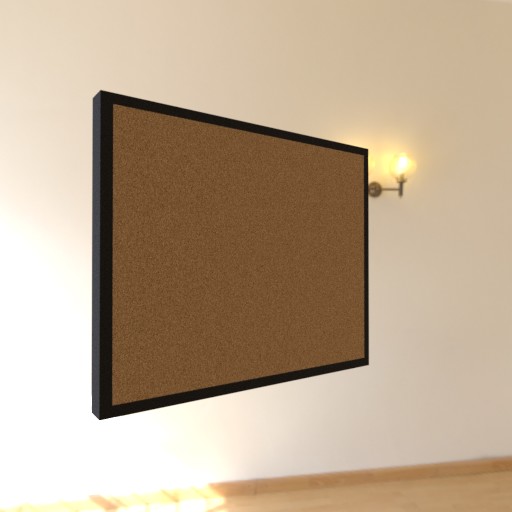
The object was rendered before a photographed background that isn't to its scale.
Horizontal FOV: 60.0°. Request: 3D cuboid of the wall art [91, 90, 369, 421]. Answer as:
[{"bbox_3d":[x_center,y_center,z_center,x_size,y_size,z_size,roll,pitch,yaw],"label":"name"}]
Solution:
[{"bbox_3d":[0.000,0.000,0.562,0.397,0.325,0.028,0,-1,-36],"label":"wall art"}]
